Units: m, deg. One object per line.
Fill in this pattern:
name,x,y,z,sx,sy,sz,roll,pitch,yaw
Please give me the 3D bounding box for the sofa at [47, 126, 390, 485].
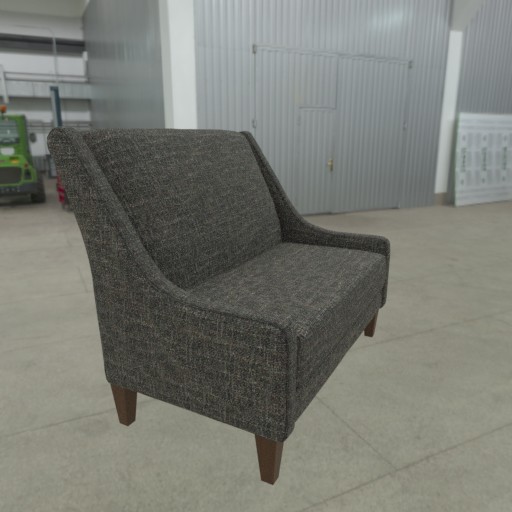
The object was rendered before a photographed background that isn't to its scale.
sofa,0.000,0.000,1.834,0.870,1.021,1.242,8,17,28
